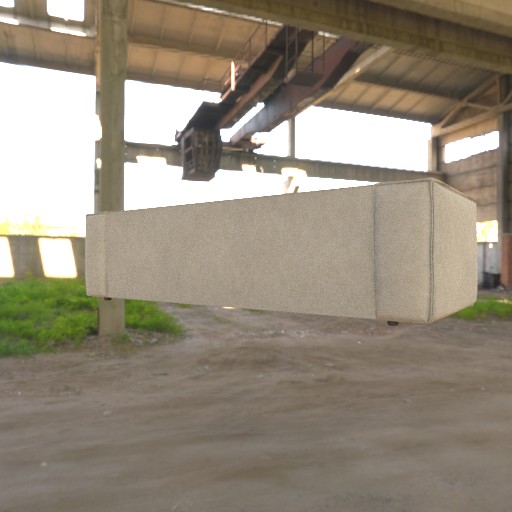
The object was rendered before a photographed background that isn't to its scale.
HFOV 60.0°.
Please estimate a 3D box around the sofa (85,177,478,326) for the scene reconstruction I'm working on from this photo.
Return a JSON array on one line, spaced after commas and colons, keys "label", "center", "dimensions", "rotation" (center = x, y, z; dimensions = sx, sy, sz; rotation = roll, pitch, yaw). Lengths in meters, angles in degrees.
[{"label": "sofa", "center": [0.000, 0.000, 3.102], "dimensions": [2.697, 0.680, 1.038], "rotation": [0, -1, 36]}]
